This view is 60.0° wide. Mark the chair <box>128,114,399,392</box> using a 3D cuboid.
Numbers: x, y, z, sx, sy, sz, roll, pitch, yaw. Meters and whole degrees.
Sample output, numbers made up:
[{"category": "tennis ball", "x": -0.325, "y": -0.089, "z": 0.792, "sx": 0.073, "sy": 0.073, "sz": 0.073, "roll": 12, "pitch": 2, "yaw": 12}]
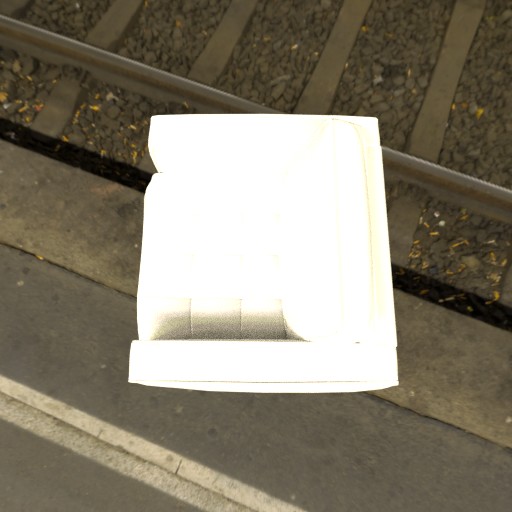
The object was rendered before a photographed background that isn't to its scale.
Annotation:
[{"category": "chair", "x": 0.000, "y": 0.000, "z": 1.573, "sx": 0.843, "sy": 0.773, "sz": 0.928, "roll": 0, "pitch": 74, "yaw": 0}]
